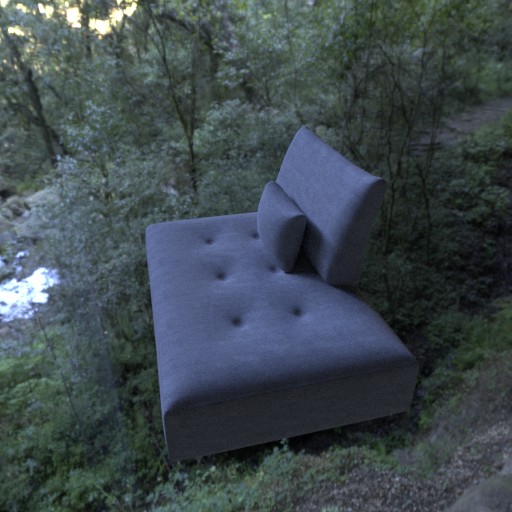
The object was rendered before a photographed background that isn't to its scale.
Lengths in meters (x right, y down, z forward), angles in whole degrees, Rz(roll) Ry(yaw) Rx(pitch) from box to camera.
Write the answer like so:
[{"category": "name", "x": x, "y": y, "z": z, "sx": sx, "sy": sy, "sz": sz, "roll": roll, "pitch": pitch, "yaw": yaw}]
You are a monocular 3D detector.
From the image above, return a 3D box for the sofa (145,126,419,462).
[{"category": "sofa", "x": 0.000, "y": 0.000, "z": 2.060, "sx": 1.002, "sy": 0.820, "sz": 1.450, "roll": -7, "pitch": 31, "yaw": -12}]
